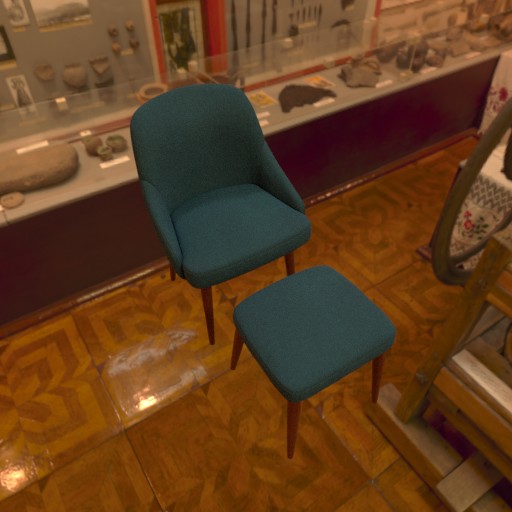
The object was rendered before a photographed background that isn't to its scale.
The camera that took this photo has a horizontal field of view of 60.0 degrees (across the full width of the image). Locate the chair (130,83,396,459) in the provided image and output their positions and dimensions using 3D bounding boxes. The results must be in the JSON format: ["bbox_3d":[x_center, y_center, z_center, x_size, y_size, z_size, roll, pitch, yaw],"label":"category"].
[{"bbox_3d":[0.000,0.000,1.655,0.584,0.866,1.114,-24,50,-22],"label":"chair"}]
